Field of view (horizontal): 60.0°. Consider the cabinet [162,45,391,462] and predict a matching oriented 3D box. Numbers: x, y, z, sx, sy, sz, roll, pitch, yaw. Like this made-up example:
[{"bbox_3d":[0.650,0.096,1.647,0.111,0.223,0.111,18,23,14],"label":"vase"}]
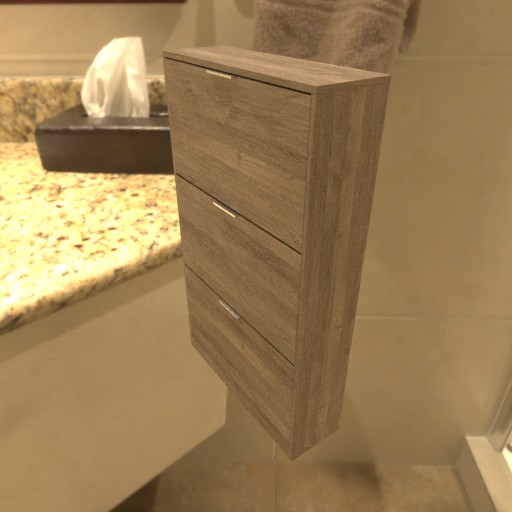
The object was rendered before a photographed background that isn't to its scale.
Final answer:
[{"bbox_3d":[0.000,0.000,1.575,0.250,1.280,0.750,-20,37,-30],"label":"cabinet"}]
